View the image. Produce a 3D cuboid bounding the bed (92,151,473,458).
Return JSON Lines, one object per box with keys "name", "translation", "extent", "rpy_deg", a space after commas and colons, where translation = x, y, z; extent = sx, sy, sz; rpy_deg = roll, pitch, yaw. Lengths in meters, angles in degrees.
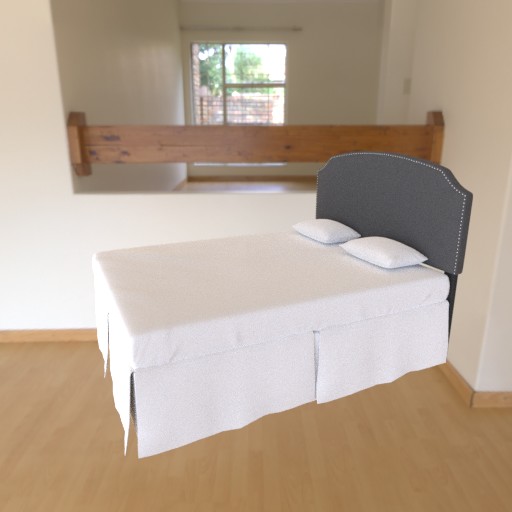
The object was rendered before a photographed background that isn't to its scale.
{"name": "bed", "translation": [0.000, 0.000, 2.868], "extent": [1.999, 1.270, 1.558], "rpy_deg": [-8, 18, -24]}
